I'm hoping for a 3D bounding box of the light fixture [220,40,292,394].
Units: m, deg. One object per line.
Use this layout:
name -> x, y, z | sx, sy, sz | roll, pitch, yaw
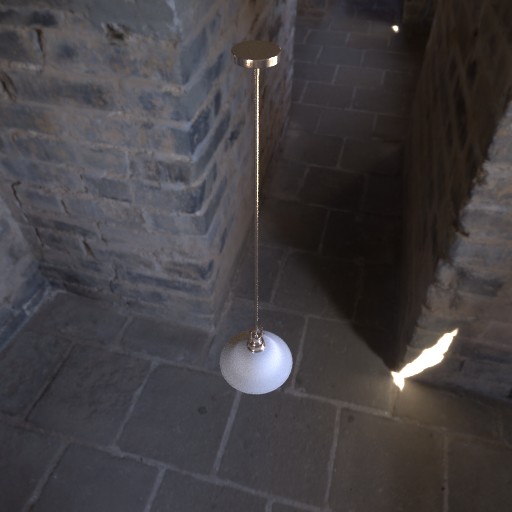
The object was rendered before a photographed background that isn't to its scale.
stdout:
light fixture -> 0.000, 0.000, 1.493 | 0.324, 1.354, 0.324 | -24, 51, -21
